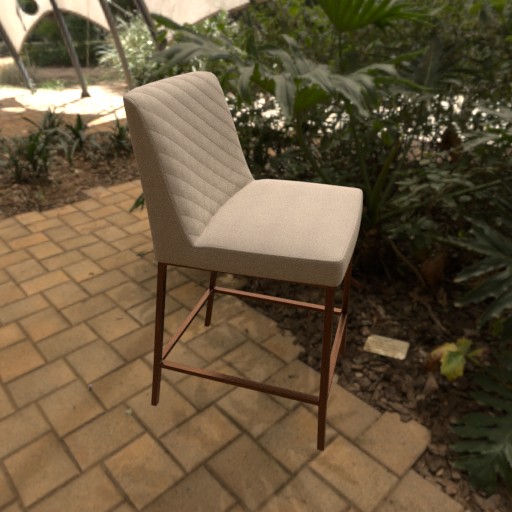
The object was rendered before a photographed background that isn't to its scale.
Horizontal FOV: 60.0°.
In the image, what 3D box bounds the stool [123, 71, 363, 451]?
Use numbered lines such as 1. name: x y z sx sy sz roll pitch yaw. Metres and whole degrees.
1. stool: 0.000 0.000 1.322 0.576 0.973 0.507 9 30 15
